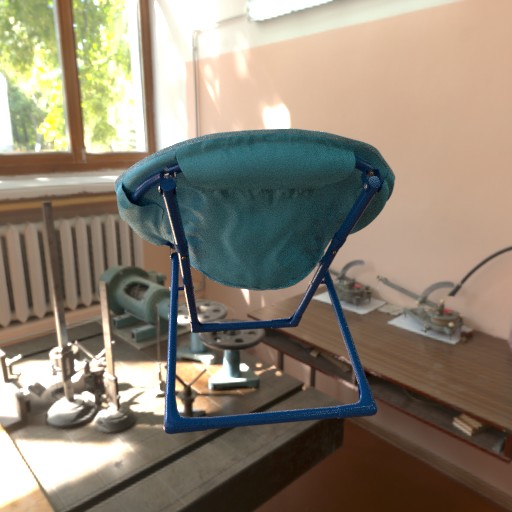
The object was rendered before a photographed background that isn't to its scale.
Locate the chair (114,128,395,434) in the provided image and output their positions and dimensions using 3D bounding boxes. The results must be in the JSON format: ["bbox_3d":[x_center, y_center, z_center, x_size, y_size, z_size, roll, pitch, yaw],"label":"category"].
[{"bbox_3d":[0.000,0.000,0.886,0.520,0.478,0.465,-2,15,-8],"label":"chair"}]
